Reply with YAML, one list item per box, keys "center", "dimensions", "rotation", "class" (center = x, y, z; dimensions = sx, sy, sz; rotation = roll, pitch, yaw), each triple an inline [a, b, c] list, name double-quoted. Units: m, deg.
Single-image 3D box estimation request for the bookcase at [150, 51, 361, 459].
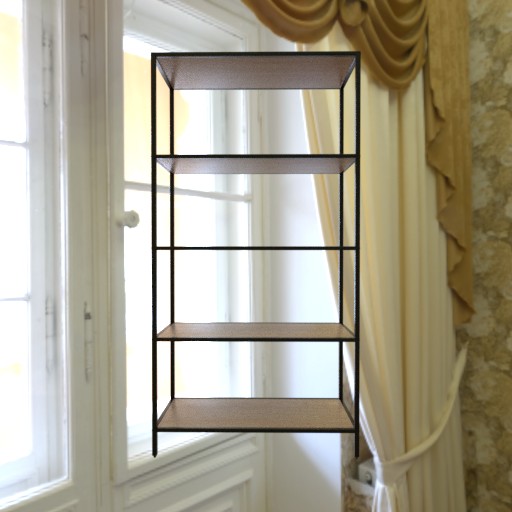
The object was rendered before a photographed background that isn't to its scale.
- center: [0.000, 0.000, 1.806]
  dimensions: [0.770, 1.500, 0.350]
  rotation: [0, 1, 1]
  class: "bookcase"
